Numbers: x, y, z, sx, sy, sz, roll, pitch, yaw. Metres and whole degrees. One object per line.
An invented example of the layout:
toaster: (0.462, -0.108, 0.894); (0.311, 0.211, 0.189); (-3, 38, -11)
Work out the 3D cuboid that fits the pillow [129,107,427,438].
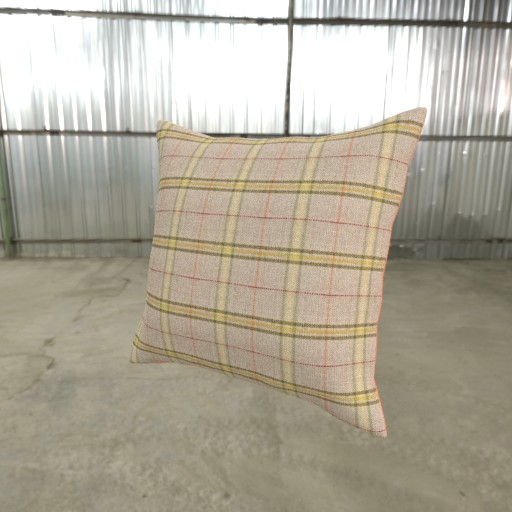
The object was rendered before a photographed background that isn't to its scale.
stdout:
pillow: (0.000, 0.000, 0.687); (0.453, 0.430, 0.200); (7, 14, 27)
